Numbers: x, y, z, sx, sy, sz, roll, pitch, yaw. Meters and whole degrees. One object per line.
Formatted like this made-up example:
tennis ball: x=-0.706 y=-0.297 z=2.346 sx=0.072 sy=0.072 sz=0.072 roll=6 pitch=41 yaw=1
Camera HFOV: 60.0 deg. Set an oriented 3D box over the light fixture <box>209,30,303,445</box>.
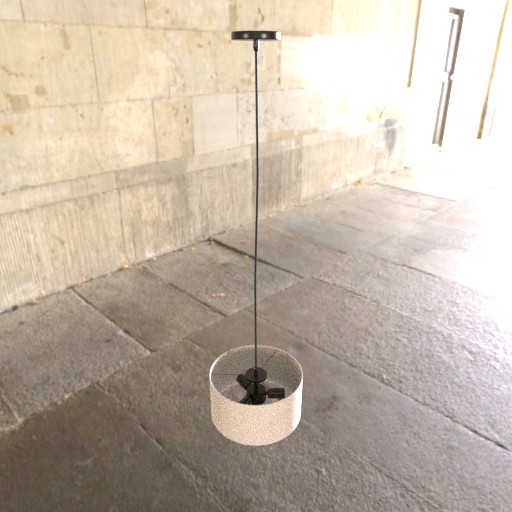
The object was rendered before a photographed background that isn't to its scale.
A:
light fixture: x=0.000 y=0.000 z=1.678 sx=0.399 sy=1.516 sz=0.399 roll=0 pitch=24 yaw=0
